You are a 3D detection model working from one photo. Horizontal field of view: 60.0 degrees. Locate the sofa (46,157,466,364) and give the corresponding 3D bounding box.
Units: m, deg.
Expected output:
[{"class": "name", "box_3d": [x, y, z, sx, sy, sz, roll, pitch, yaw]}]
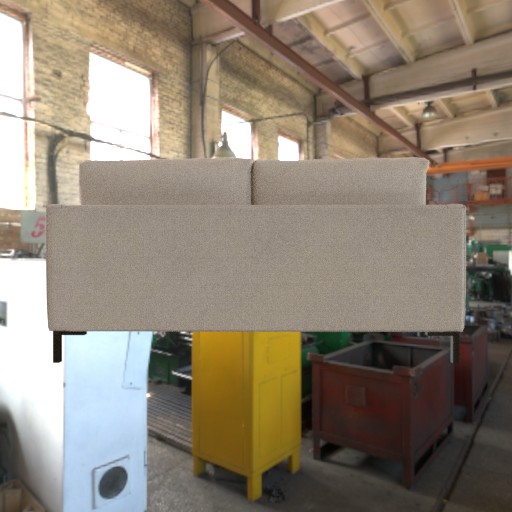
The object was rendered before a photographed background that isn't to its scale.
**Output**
[{"class": "sofa", "box_3d": [0.000, 0.000, 2.163, 1.682, 0.840, 0.875, 0, 0, 1]}]
